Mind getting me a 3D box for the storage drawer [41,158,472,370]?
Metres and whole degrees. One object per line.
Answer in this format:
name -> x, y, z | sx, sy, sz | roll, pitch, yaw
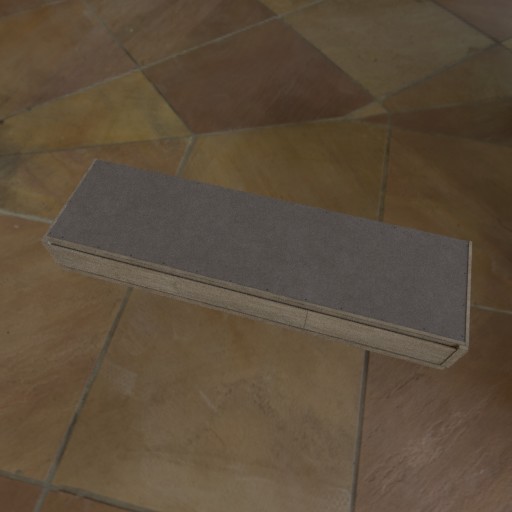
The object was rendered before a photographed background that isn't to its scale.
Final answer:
storage drawer -> 0.000, 0.000, 2.327 | 2.072, 0.274, 0.591 | 14, 59, 8
